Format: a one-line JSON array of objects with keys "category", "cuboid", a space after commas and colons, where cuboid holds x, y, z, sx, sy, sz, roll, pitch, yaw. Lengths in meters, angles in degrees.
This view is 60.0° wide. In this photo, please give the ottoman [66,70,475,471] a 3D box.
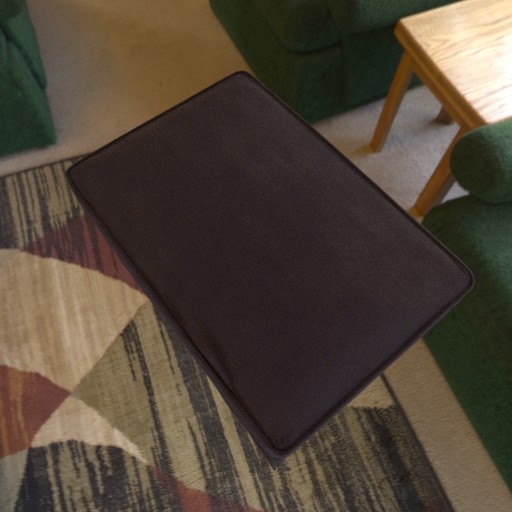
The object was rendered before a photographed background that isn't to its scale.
[{"category": "ottoman", "cuboid": [0.000, 0.000, 1.287, 0.637, 0.503, 0.938, -36, 69, -16]}]
